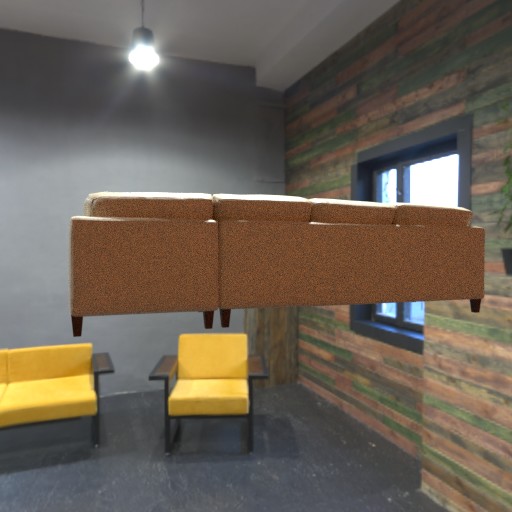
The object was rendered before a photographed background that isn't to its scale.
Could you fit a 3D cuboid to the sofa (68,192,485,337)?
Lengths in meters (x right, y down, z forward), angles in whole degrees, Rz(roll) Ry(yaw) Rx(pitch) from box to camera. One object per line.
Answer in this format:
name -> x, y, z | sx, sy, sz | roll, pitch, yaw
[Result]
sofa -> 0.000, 0.000, 4.405 | 3.302, 0.947, 2.593 | 0, 1, -19
